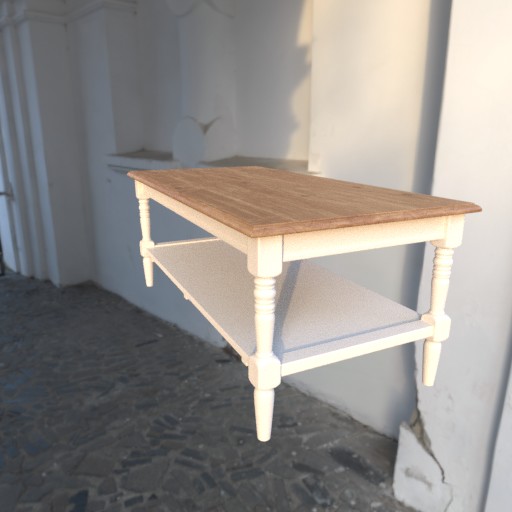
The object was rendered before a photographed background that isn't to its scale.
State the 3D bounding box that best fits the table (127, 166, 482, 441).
[{"bbox_3d":[0.000,0.000,1.395,0.559,0.458,1.118,-8,18,-25],"label":"table"}]
